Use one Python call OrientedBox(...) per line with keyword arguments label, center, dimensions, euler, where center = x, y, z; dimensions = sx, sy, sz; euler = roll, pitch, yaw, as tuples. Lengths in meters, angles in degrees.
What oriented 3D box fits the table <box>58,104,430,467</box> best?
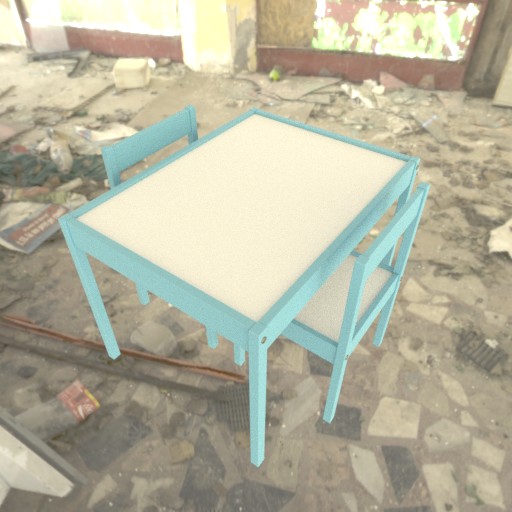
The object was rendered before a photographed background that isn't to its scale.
OrientedBox(label="table", center=(0.000, 0.000, 1.078), dimensions=(0.633, 0.503, 0.639), euler=(26, 48, 26))
